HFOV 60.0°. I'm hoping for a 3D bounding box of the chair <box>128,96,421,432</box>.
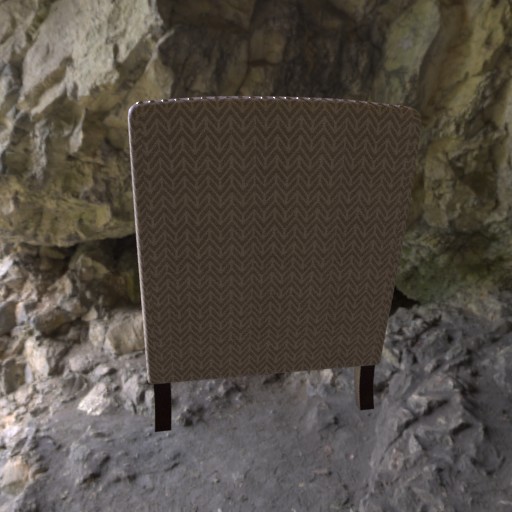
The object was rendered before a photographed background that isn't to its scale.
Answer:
[{"bbox_3d":[0.000,0.000,1.295,0.623,0.816,0.651,-2,13,-10],"label":"chair"}]
